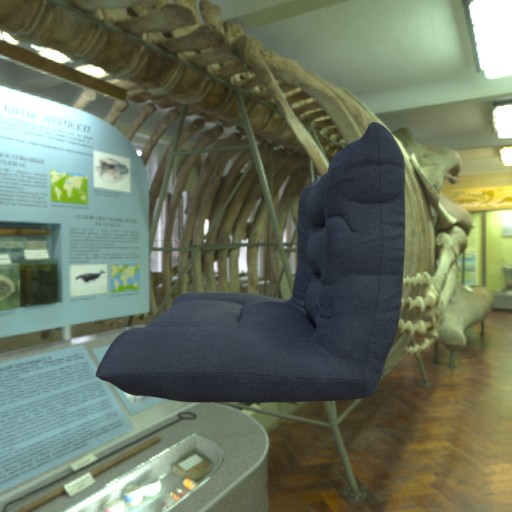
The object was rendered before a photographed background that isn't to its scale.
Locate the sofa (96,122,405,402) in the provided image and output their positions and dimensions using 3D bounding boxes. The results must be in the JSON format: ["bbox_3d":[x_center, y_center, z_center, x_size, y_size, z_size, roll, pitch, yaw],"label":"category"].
[{"bbox_3d":[0.000,0.000,1.689,0.849,0.778,1.122,0,2,0],"label":"sofa"}]
